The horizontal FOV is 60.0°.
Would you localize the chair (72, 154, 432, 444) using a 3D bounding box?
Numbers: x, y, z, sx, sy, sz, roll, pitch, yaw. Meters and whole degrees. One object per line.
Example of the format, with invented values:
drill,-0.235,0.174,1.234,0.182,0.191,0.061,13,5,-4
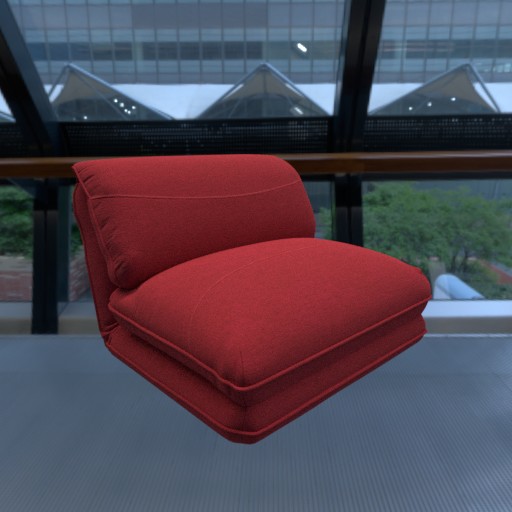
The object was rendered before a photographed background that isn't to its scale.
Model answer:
chair,0.000,0.000,1.335,0.820,0.580,0.780,-13,20,-42
